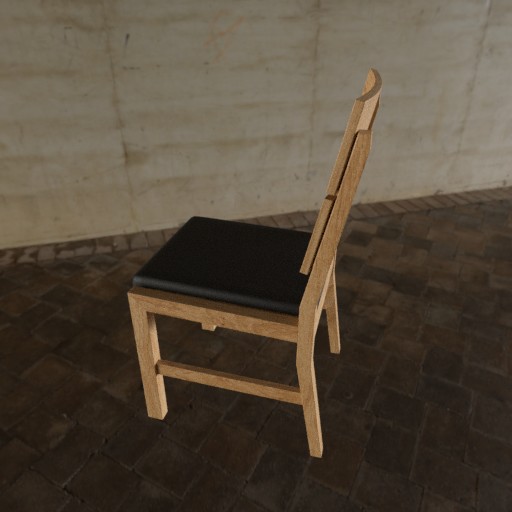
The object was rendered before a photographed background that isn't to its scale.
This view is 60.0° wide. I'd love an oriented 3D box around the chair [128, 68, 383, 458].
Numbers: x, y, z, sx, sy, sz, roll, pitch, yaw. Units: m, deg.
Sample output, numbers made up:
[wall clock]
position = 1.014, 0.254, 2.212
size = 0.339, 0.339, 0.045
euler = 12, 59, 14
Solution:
[chair]
position = 0.000, 0.000, 1.256
size = 0.569, 0.950, 0.475
euler = 8, 30, 14
